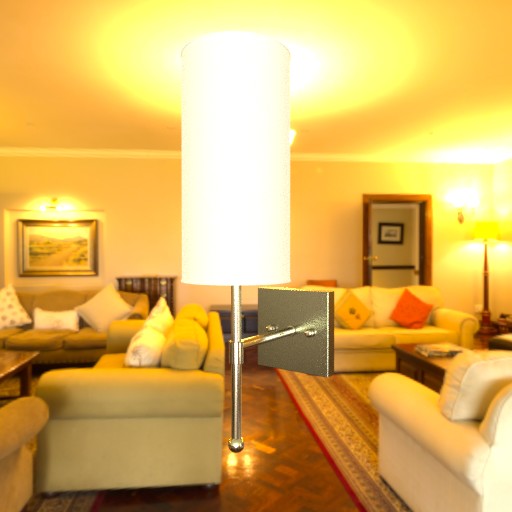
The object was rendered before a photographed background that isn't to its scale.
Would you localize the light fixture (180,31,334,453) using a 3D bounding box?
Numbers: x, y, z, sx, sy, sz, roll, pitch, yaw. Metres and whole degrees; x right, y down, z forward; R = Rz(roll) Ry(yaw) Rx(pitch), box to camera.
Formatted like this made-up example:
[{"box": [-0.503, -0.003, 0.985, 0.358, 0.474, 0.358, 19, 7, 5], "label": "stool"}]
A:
[{"box": [0.000, 0.000, 0.552, 0.128, 0.462, 0.208, 1, 1, 35], "label": "light fixture"}]
